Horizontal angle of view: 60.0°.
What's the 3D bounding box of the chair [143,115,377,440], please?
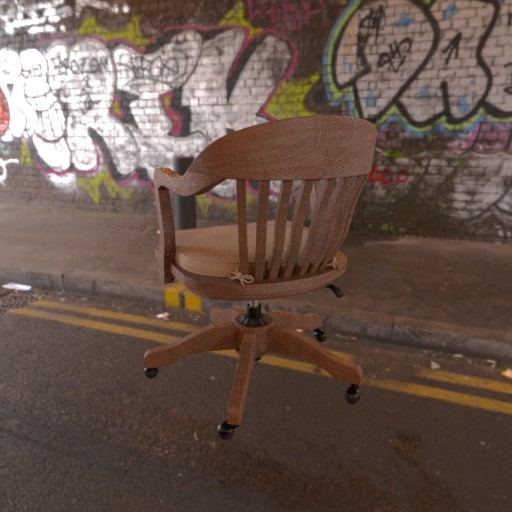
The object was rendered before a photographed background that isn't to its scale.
[{"bbox_3d":[0.000,0.000,1.482,0.750,0.878,0.788,-8,18,-27],"label":"chair"}]
